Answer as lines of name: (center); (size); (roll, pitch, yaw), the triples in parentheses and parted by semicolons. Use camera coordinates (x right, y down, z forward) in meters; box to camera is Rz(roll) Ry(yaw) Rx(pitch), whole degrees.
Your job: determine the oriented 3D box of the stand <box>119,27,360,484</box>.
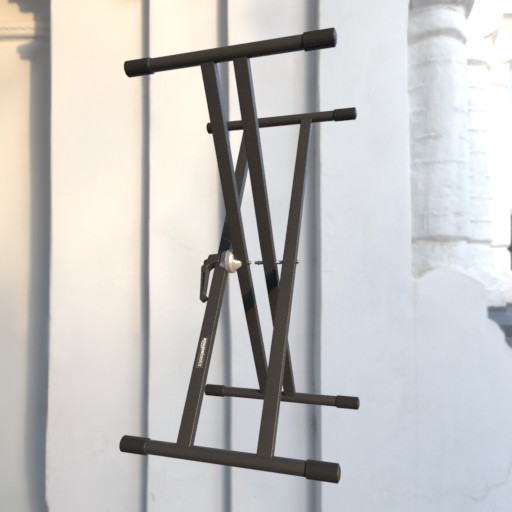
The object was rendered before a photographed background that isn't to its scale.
stand: (0.000, 0.000, 1.172); (0.495, 0.900, 0.503); (0, -1, 18)
